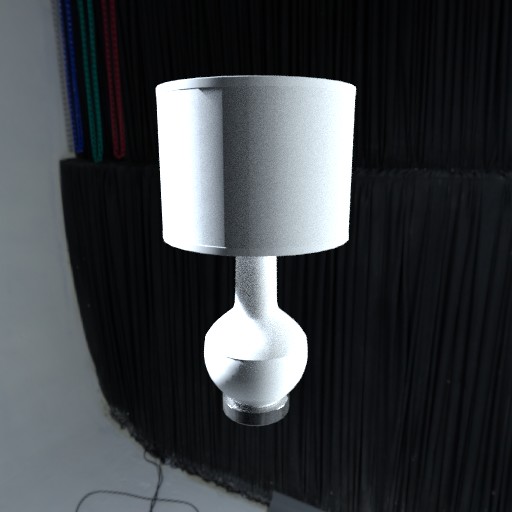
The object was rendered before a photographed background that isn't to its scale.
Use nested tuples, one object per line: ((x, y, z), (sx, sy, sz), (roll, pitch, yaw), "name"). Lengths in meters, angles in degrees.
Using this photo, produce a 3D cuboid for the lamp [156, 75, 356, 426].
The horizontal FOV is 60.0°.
((0.000, 0.000, 0.882), (0.357, 0.673, 0.357), (8, 16, 28), "lamp")
